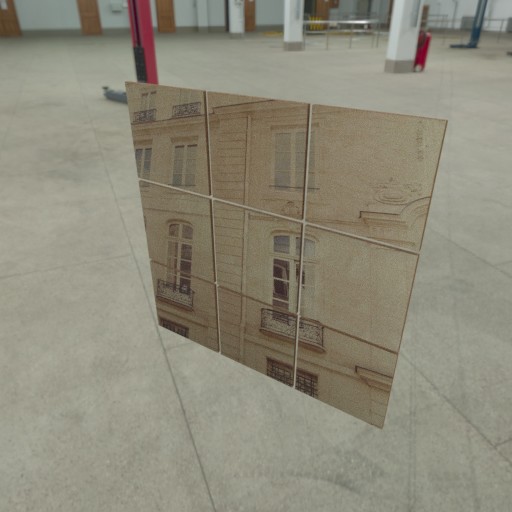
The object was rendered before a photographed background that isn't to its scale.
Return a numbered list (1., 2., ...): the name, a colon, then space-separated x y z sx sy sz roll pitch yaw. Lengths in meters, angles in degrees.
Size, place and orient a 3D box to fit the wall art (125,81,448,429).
1. wall art: 0.000 0.000 1.330 0.915 0.913 0.018 18 34 28
